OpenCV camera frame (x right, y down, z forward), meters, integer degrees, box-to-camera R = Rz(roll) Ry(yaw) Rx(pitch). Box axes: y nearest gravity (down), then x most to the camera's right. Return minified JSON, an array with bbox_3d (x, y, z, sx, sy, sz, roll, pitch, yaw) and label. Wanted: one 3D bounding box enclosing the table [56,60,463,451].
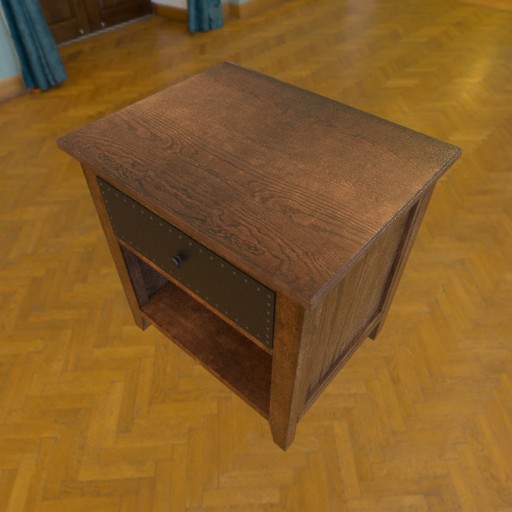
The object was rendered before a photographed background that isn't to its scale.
[{"bbox_3d":[0.000,0.000,1.022,0.586,0.597,0.461,32,54,27],"label":"table"}]
